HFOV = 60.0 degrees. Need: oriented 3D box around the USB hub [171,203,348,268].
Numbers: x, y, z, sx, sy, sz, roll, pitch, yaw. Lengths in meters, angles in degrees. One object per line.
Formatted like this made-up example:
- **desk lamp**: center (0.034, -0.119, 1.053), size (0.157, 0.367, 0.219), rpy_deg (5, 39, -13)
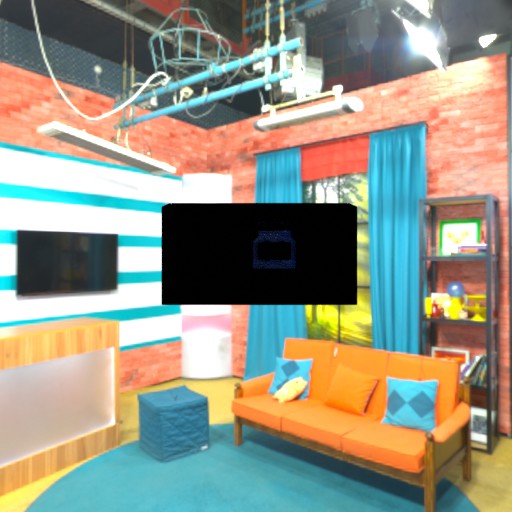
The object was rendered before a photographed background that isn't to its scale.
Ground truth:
- **USB hub**: center (0.000, 0.000, 0.161), size (0.044, 0.023, 0.145), rpy_deg (0, 0, -1)
